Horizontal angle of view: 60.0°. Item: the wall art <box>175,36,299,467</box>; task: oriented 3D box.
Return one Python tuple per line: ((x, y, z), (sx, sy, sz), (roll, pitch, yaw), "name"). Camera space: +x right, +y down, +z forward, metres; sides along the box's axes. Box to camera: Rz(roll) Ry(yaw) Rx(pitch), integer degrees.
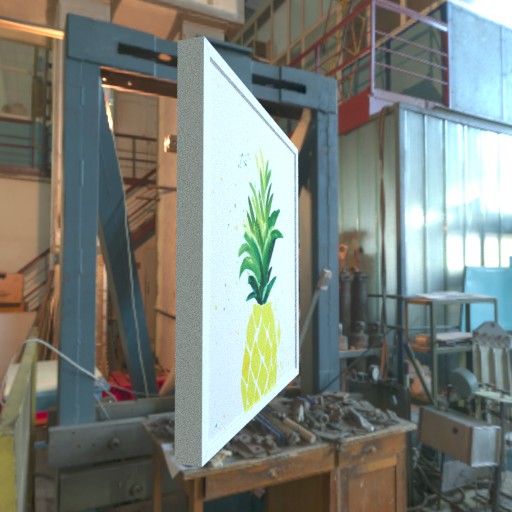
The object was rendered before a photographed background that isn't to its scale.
((0.000, 0.000, 0.767), (0.035, 0.507, 0.508), (-1, -3, 18), "wall art")
